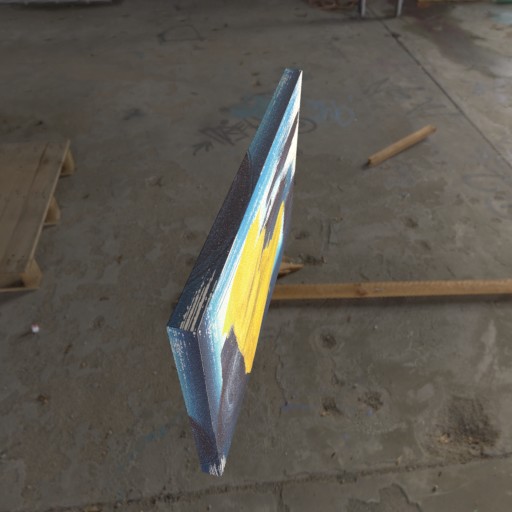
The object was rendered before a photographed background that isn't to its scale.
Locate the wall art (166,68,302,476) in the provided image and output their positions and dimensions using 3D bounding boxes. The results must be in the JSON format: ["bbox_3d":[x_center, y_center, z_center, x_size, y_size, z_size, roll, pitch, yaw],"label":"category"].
[{"bbox_3d":[0.000,0.000,0.778,0.033,0.406,0.609,10,47,9],"label":"wall art"}]
